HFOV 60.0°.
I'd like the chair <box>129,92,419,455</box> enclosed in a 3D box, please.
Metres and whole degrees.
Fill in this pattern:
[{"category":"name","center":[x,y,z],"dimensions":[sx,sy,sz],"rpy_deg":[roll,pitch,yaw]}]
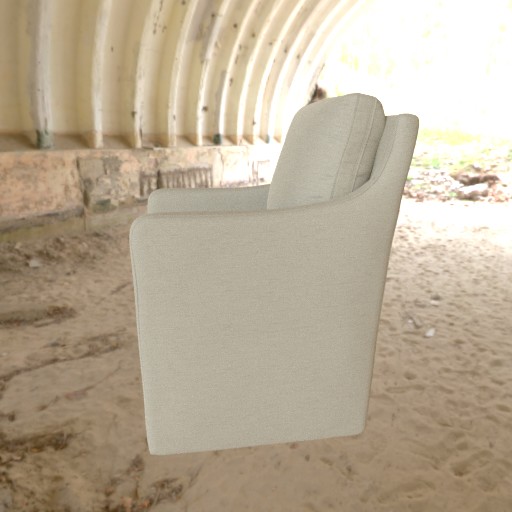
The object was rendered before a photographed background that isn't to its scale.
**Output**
[{"category":"chair","center":[0.000,0.000,1.358],"dimensions":[0.694,0.914,0.626],"rpy_deg":[-2,15,-9]}]
